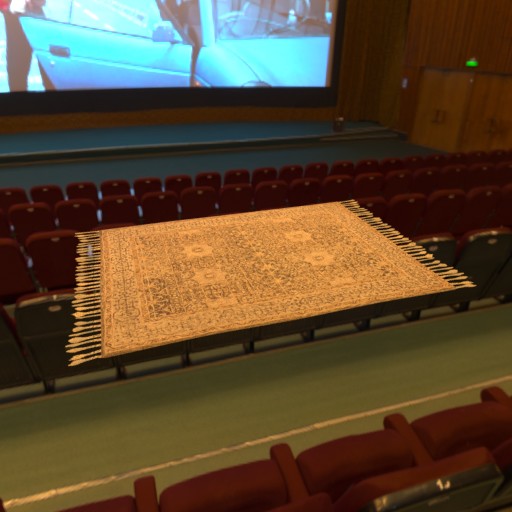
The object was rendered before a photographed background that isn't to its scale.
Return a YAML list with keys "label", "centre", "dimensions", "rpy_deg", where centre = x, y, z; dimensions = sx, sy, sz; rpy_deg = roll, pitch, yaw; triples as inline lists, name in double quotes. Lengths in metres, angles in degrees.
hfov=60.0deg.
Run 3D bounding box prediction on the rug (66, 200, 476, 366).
- label: "rug"
  centre: [0.000, 0.000, 3.128]
  dimensions: [2.465, 0.023, 1.619]
  rpy_deg: [-8, 29, -16]
